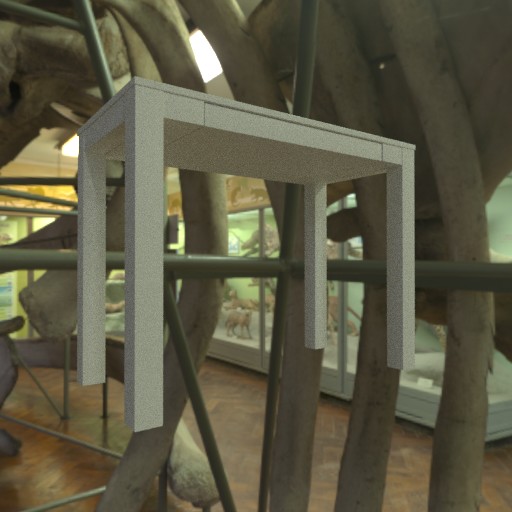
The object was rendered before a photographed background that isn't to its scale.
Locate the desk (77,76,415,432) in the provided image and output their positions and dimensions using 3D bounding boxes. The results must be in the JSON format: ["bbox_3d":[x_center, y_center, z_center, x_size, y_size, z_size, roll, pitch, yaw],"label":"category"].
[{"bbox_3d":[0.000,0.000,1.435,0.990,0.762,0.497,0,-1,-35],"label":"desk"}]
